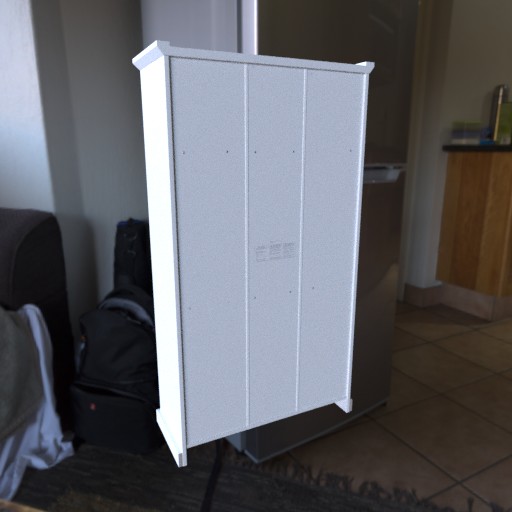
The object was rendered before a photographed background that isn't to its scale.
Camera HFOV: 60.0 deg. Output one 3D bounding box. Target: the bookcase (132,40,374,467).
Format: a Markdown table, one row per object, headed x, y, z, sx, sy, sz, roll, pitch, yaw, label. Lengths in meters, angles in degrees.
| x | y | z | sx | sy | sz | roll | pitch | yaw | label |
| --- | --- | --- | --- | --- | --- | --- | --- | --- | --- |
| 0.000 | 0.000 | 2.301 | 1.050 | 1.880 | 0.432 | -7 | 16 | -26 | bookcase |
